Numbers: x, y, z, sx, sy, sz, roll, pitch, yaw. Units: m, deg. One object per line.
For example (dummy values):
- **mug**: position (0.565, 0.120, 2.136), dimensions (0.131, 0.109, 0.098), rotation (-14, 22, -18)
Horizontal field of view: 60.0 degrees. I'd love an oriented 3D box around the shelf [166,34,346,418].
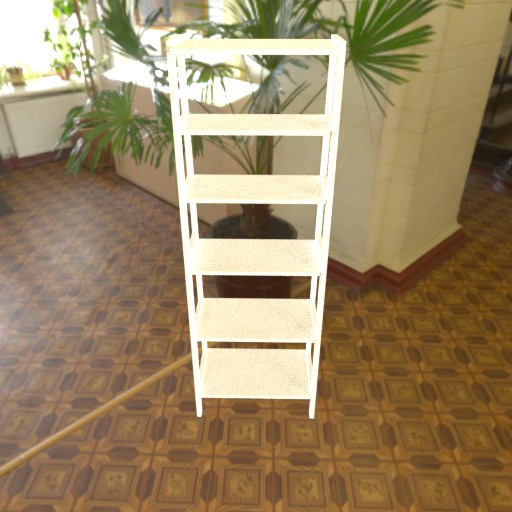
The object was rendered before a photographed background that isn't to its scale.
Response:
- **shelf**: position (0.000, 0.000, 2.145), dimensions (0.660, 1.892, 0.381), rotation (1, 32, 1)
